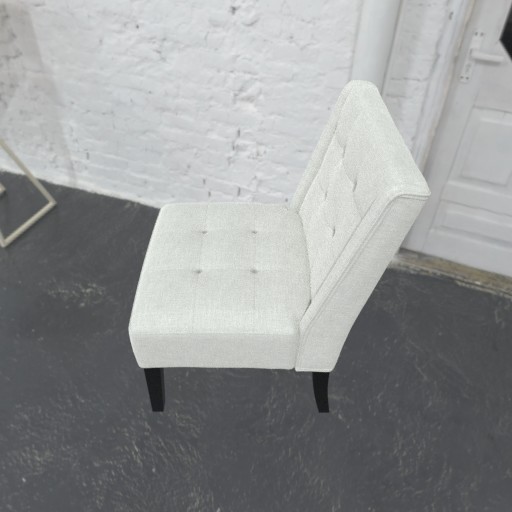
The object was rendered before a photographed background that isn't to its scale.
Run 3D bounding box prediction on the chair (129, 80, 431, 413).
[{"bbox_3d":[0.000,0.000,1.320,0.676,0.853,0.569,0,42,0],"label":"chair"}]
